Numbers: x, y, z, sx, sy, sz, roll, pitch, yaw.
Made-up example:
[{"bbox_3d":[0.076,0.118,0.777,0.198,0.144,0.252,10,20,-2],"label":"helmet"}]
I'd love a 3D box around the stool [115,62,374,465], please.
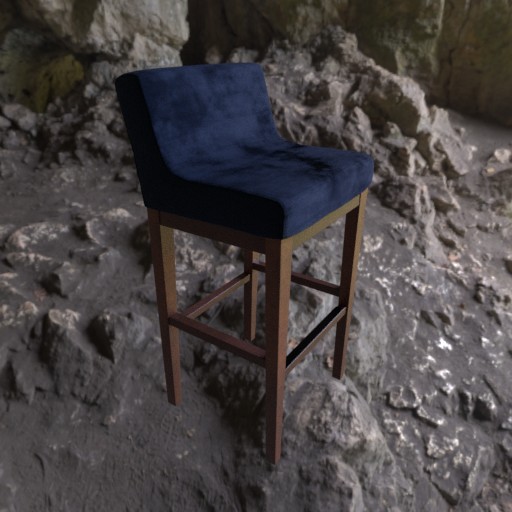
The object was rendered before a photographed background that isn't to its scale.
[{"bbox_3d":[0.000,0.000,1.324,0.500,1.037,0.511,17,31,31],"label":"stool"}]
